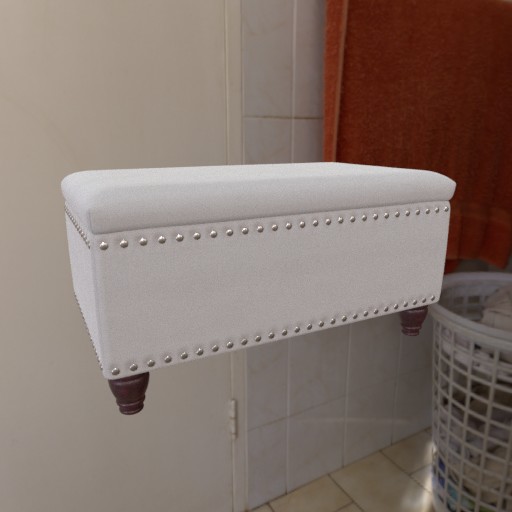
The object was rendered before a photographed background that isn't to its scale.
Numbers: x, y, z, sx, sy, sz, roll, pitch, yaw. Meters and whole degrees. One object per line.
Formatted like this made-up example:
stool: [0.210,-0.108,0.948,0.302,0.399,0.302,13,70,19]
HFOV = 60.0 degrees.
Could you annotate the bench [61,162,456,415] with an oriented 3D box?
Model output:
bench: [0.000,0.000,1.182,0.887,0.449,0.500,-8,17,-26]
